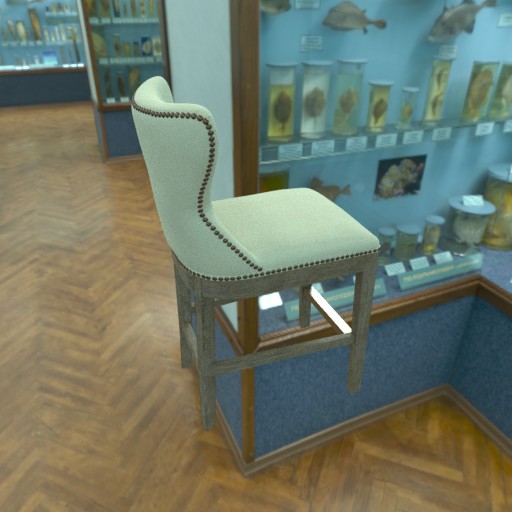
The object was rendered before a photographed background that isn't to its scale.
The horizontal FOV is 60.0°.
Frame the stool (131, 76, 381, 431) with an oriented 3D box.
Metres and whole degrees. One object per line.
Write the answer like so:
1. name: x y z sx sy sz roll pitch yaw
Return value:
1. stool: 0.000 0.000 1.337 0.608 0.981 0.498 -11 32 -18
